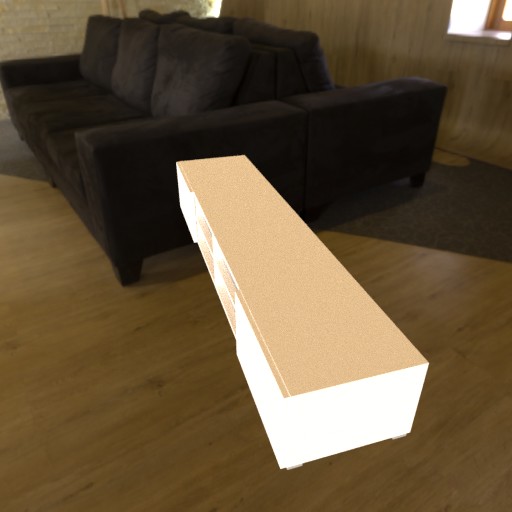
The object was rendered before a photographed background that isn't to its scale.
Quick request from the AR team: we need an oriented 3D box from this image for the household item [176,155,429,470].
[{"bbox_3d":[0.000,0.000,1.992,0.420,0.310,1.850,-9,32,-15],"label":"household item"}]
